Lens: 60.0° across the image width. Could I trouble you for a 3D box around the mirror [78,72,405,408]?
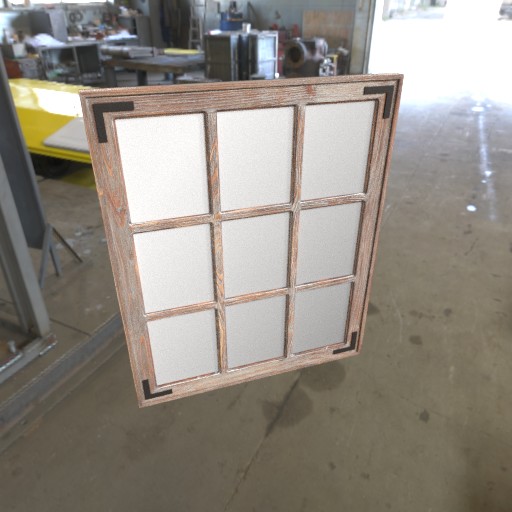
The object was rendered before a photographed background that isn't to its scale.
[{"bbox_3d":[0.000,0.000,1.187,0.730,0.882,0.032,-9,32,-16],"label":"mirror"}]
